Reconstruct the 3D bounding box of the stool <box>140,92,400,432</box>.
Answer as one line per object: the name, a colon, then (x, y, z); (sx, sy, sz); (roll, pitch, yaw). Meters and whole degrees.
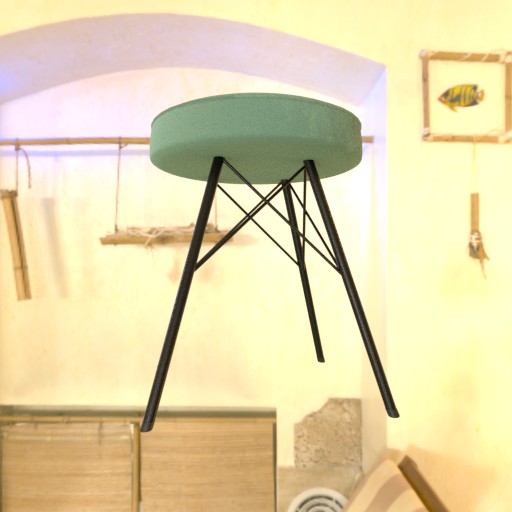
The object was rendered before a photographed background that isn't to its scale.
stool: (0.000, 0.000, 0.873); (0.458, 0.519, 0.457); (0, -1, 0)
